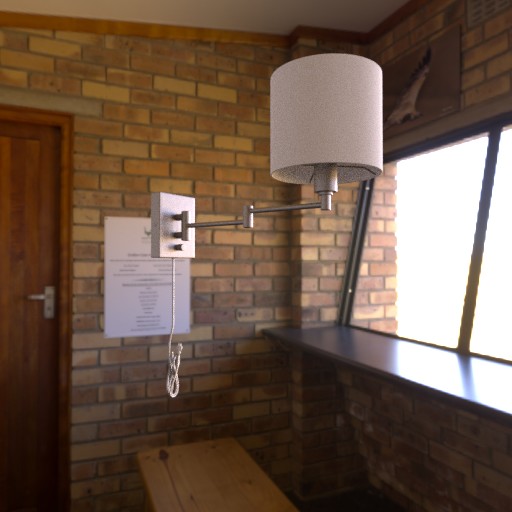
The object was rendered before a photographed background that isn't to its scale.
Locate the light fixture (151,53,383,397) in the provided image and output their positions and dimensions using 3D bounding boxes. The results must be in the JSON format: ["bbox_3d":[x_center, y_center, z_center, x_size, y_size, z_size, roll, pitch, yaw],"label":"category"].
[{"bbox_3d":[0.000,0.000,0.906,0.516,0.651,0.203,-1,-1,35],"label":"light fixture"}]
